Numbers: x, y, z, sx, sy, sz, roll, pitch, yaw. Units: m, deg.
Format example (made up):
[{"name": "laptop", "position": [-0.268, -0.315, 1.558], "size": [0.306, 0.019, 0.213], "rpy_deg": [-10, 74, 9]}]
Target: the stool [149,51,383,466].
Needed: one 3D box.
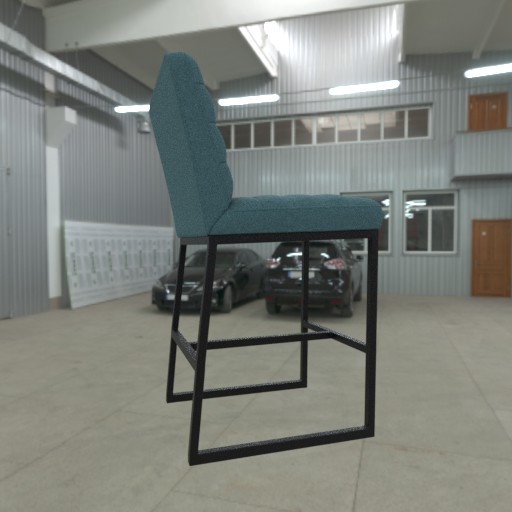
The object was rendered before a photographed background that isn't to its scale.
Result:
[{"name": "stool", "position": [0.000, 0.000, 1.273], "size": [0.560, 0.940, 0.460], "rpy_deg": [-1, 2, -18]}]
